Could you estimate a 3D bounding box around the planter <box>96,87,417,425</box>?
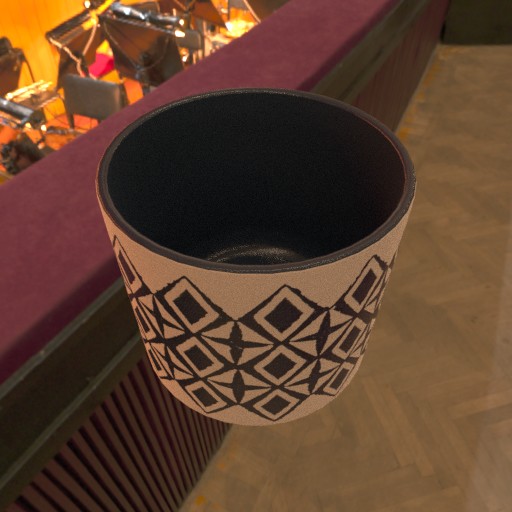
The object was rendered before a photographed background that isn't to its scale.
[{"bbox_3d":[0.000,0.000,0.275,0.159,0.144,0.159,0,46,0],"label":"planter"}]
